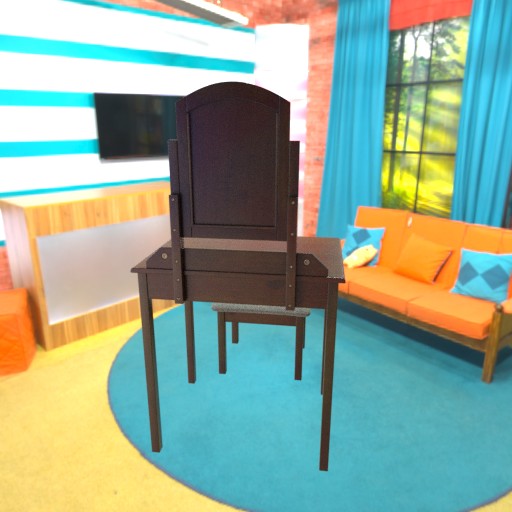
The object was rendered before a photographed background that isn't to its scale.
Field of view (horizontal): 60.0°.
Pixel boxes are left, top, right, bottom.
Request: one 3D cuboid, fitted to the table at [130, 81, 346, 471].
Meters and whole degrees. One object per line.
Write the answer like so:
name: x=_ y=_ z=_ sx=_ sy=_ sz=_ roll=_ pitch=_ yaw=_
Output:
table: x=0.000 y=0.000 z=2.348 sx=0.876 sy=1.631 sz=1.211 roll=2 pitch=17 yaw=8
